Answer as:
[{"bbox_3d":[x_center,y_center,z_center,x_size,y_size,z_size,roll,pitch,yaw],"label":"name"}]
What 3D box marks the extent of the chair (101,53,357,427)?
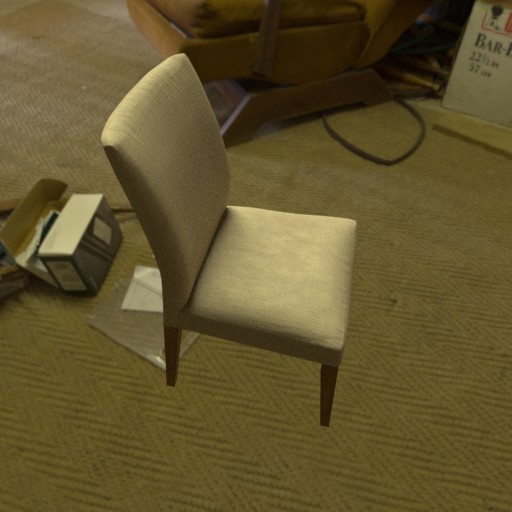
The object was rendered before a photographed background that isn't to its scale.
[{"bbox_3d":[0.000,0.000,1.273,0.585,0.940,0.496,9,48,9],"label":"chair"}]
